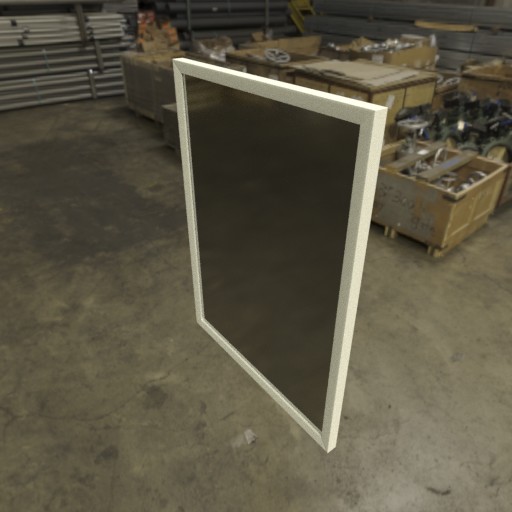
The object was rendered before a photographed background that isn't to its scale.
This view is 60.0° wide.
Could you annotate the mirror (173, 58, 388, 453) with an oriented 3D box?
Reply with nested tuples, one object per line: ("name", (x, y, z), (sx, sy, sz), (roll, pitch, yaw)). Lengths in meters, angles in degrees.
("mirror", (0.000, 0.000, 1.338), (0.040, 1.016, 0.762), (-22, 38, -31))
